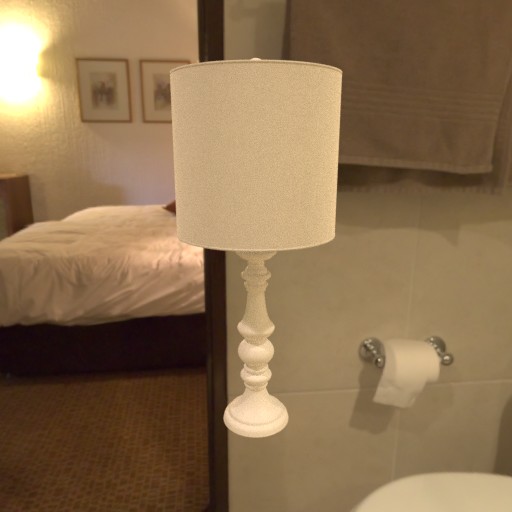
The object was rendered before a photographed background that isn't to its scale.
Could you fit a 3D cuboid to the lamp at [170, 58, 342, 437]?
[{"bbox_3d":[0.000,0.000,0.722,0.250,0.597,0.250,-13,20,-42],"label":"lamp"}]
